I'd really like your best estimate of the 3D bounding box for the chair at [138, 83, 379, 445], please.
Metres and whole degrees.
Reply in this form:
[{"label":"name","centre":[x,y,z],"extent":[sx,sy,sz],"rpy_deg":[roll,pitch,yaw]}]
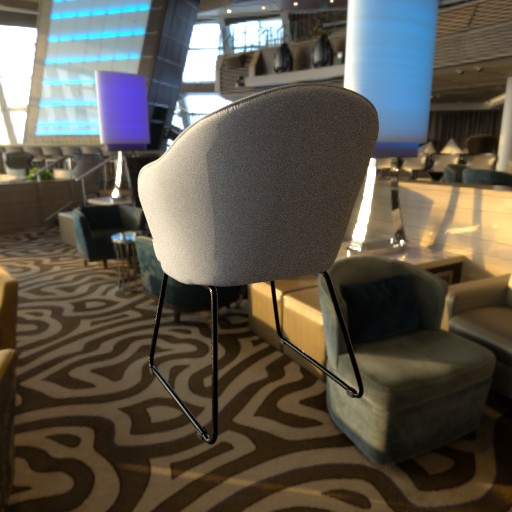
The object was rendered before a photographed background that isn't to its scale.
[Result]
[{"label":"chair","centre":[0.000,0.000,1.207],"extent":[0.570,0.817,0.592],"rpy_deg":[-7,16,-27]}]
